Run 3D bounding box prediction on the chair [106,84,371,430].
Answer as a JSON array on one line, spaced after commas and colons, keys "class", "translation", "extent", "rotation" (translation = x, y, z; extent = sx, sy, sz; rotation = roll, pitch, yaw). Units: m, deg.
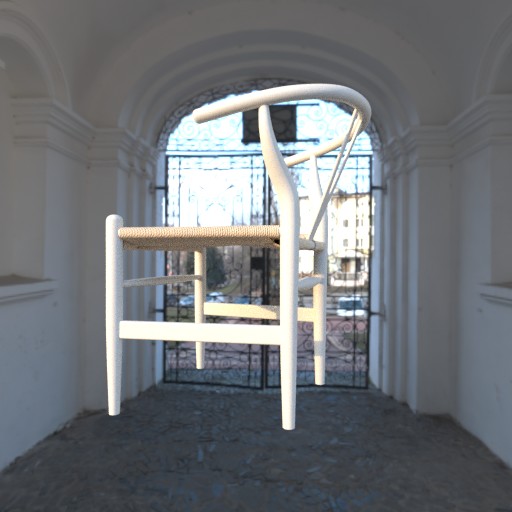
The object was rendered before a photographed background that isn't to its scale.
[{"class": "chair", "translation": [0.000, 0.000, 1.150], "extent": [0.579, 0.730, 0.569], "rotation": [0, 0, 19]}]
